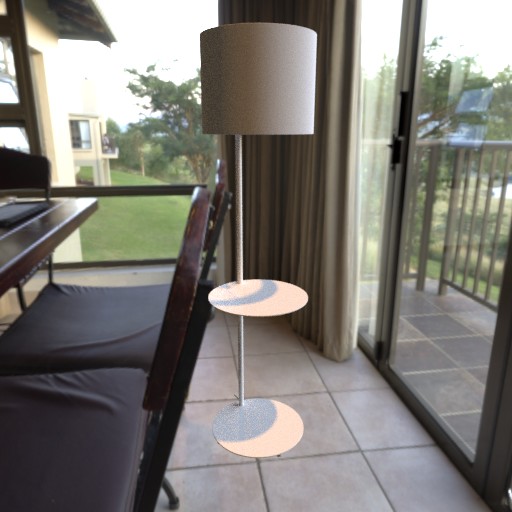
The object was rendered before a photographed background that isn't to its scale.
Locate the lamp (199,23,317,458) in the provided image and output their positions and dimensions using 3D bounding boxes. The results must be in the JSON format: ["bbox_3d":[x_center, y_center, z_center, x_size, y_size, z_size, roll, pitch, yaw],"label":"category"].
[{"bbox_3d":[0.000,0.000,1.626,0.372,1.465,0.405,-8,18,-26],"label":"lamp"}]
